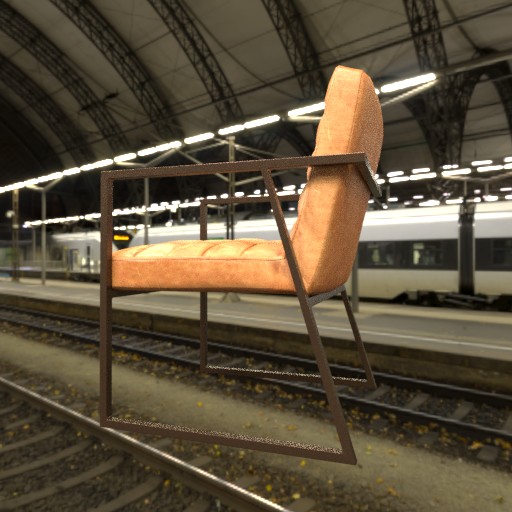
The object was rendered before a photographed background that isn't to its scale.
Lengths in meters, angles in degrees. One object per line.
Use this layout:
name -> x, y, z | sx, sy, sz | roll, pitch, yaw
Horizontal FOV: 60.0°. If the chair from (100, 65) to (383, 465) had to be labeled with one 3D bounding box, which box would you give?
chair -> 0.000, 0.000, 1.248 | 0.677, 0.832, 0.571 | 0, 0, 19
